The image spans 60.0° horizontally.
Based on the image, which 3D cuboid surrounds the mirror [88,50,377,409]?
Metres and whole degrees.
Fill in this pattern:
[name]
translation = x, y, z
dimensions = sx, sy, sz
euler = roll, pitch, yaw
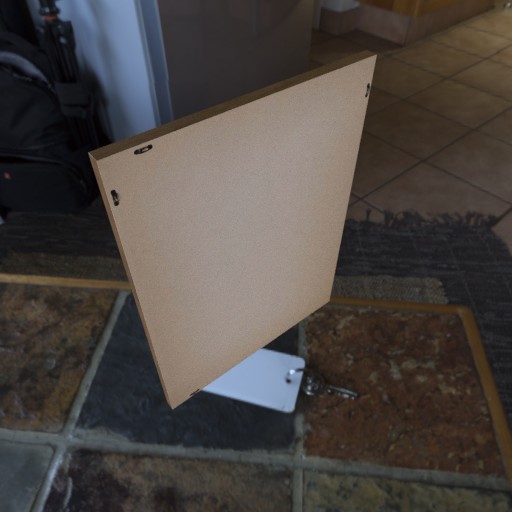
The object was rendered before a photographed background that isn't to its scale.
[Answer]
[mirror]
translation = 0.000, 0.000, 1.340
dimensions = 0.762, 1.016, 0.040
euler = -30, 53, -25
